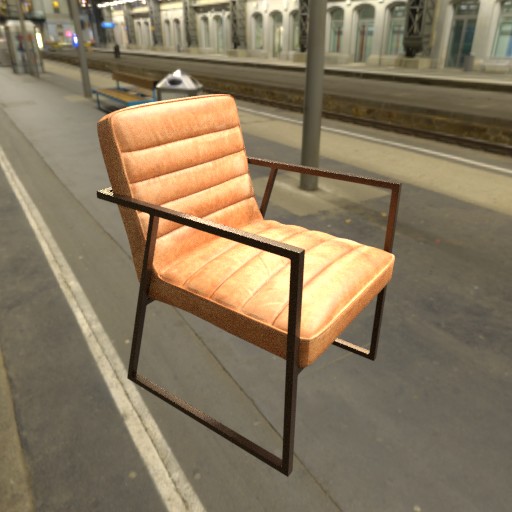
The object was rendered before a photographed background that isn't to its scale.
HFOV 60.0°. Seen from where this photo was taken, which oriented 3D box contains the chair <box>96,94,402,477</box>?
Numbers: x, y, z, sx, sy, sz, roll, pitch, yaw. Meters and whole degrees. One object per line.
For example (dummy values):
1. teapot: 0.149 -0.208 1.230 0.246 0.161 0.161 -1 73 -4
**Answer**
1. chair: 0.000 0.000 1.292 0.677 0.832 0.571 18 31 32
